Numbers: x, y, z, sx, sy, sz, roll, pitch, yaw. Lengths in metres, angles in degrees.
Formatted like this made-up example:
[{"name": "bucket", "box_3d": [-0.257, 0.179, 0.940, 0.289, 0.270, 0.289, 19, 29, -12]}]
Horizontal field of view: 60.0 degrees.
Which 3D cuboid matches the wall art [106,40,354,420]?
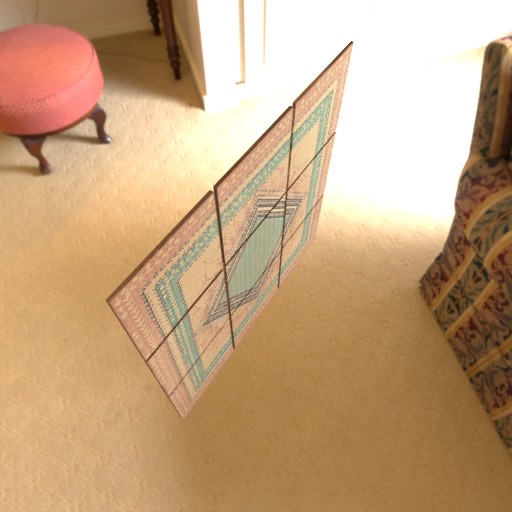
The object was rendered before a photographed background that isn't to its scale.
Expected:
[{"name": "wall art", "box_3d": [0.000, 0.000, 1.790, 0.013, 1.213, 1.215, 30, 62, 17]}]
